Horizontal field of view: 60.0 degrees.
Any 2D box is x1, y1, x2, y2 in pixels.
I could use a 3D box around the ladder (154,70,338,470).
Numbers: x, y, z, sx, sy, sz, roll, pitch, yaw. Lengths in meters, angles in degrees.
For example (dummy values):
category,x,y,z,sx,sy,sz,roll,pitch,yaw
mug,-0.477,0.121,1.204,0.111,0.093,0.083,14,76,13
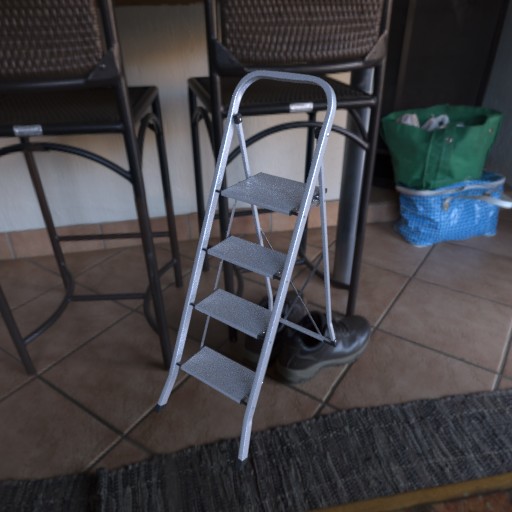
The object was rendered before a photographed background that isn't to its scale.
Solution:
category,x,y,z,sx,sy,sz,roll,pitch,yaw
ladder,0.000,0.000,1.721,0.465,1.290,0.830,20,36,31
